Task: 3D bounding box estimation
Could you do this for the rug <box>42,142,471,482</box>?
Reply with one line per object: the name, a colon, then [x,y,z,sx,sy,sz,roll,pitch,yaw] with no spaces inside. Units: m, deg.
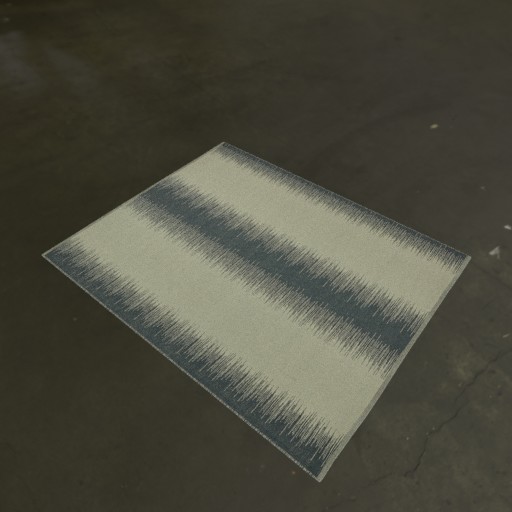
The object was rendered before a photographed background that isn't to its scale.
rug: [0.000,0.000,4.006,3.037,0.004,2.453,31,53,26]
